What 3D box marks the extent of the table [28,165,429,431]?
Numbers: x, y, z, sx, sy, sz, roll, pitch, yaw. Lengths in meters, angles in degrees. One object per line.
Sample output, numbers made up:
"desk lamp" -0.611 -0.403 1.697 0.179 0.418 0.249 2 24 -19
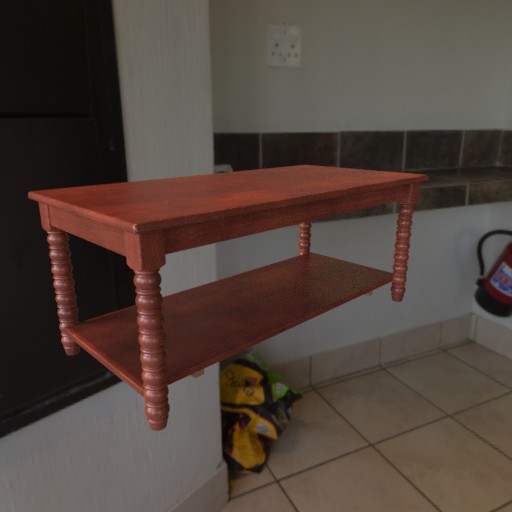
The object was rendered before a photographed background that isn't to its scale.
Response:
"table" 0.000 0.000 1.458 1.171 0.485 0.580 -16 23 -42
